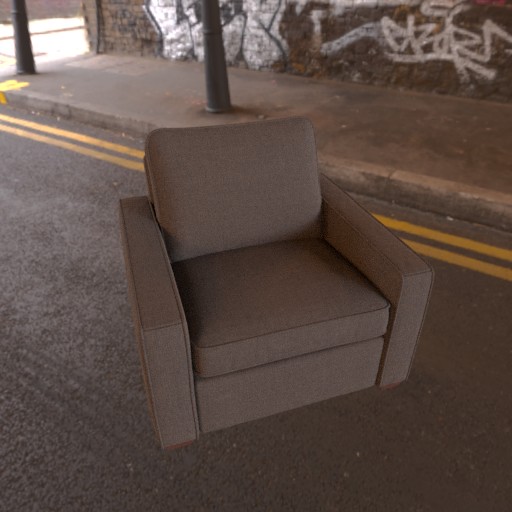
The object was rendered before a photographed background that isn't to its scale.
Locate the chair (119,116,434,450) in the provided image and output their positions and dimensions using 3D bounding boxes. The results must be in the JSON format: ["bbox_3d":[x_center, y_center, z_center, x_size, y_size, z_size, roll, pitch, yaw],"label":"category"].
[{"bbox_3d":[0.000,0.000,1.783,1.017,0.919,0.940,-10,34,-15],"label":"chair"}]
